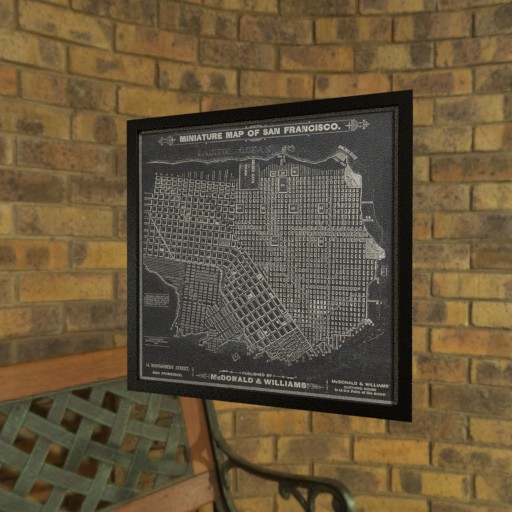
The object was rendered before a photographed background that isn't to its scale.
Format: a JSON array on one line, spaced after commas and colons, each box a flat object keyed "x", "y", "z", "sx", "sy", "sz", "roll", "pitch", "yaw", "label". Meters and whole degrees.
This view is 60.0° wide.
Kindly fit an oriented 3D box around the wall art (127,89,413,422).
[{"x": 0.000, "y": 0.000, "z": 0.686, "sx": 0.457, "sy": 0.458, "sz": 0.012, "roll": 0, "pitch": 0, "yaw": 18, "label": "wall art"}]
